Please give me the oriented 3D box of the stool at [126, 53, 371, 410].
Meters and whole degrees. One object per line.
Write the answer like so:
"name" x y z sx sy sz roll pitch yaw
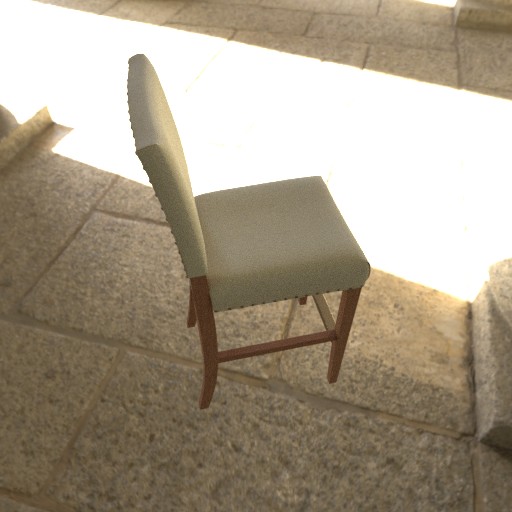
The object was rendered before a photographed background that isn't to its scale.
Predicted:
"stool" 0.000 0.000 1.435 0.584 1.168 0.445 -10 48 -9
